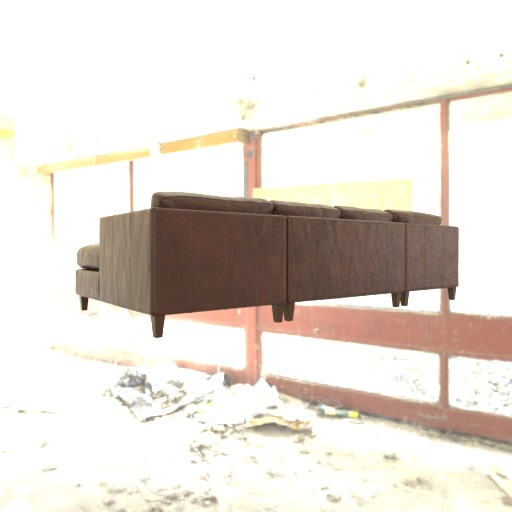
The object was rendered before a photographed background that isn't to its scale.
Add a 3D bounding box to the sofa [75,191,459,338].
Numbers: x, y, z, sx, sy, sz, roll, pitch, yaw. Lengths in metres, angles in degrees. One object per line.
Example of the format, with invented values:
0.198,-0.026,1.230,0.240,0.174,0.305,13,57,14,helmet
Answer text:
0.000,0.000,4.457,3.324,0.891,2.452,-1,1,-37,sofa
